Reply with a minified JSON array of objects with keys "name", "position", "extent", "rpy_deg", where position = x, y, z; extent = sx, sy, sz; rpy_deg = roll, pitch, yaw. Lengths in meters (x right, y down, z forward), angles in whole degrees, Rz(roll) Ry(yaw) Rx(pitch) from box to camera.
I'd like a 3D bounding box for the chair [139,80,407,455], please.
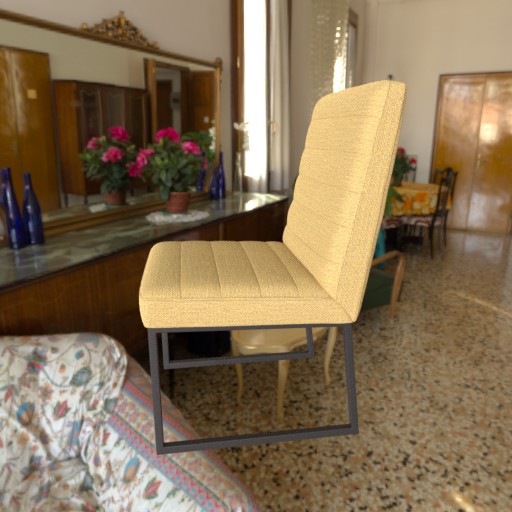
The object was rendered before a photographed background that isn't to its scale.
[{"name":"chair","position":[0.000,0.000,1.300],"extent":[0.634,0.930,0.520],"rpy_deg":[-2,16,-9]}]
